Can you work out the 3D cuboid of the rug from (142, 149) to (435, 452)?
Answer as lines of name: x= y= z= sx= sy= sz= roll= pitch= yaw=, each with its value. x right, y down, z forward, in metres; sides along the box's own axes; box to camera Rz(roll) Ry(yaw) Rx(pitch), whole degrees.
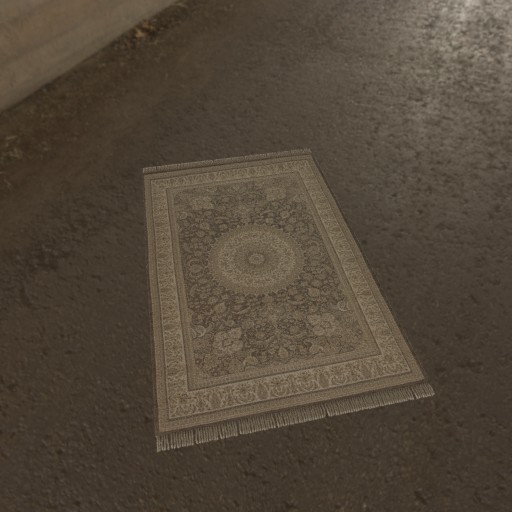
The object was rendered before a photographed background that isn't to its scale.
rug: x=0.000 y=0.000 z=3.140 sx=1.528 sy=0.010 sz=2.440 roll=-9 pitch=48 yaw=-8
